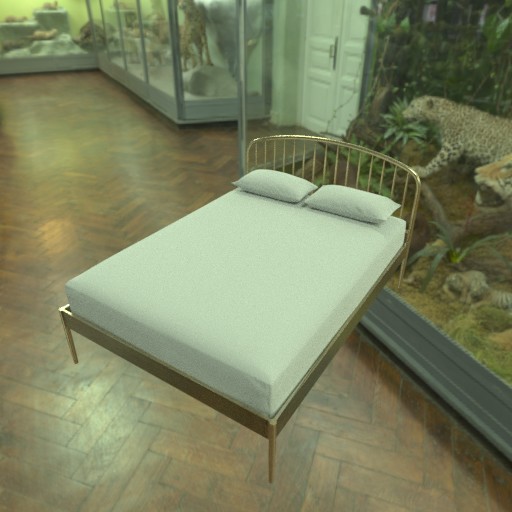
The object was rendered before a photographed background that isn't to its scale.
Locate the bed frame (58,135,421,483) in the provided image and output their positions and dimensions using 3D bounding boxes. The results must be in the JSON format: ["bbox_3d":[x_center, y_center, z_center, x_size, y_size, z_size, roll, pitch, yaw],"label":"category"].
[{"bbox_3d":[0.000,0.000,3.150,1.612,1.175,2.152,18,35,28],"label":"bed frame"}]
